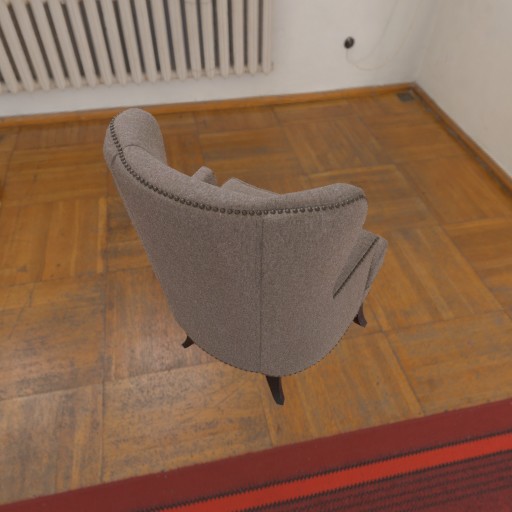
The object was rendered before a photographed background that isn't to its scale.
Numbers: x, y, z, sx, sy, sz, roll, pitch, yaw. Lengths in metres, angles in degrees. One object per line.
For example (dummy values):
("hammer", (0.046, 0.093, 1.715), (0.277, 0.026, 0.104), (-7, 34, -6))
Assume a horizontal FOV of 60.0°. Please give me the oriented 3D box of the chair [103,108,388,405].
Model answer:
("chair", (0.000, 0.000, 1.579), (0.759, 1.060, 0.758), (25, 51, 22))
